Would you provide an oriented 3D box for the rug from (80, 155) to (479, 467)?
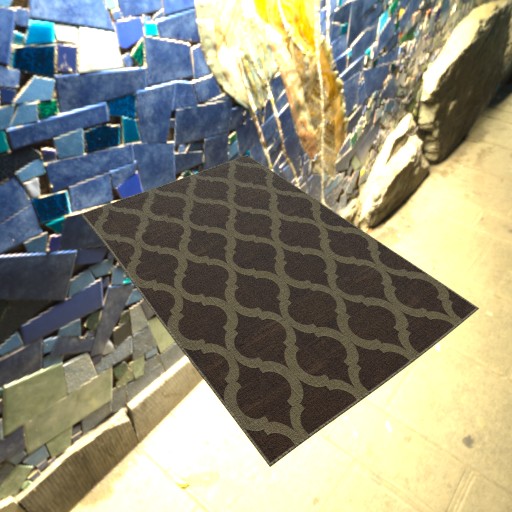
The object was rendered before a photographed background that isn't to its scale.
[{"bbox_3d":[0.000,0.000,2.889,1.522,0.008,2.284,-26,47,-27],"label":"rug"}]
